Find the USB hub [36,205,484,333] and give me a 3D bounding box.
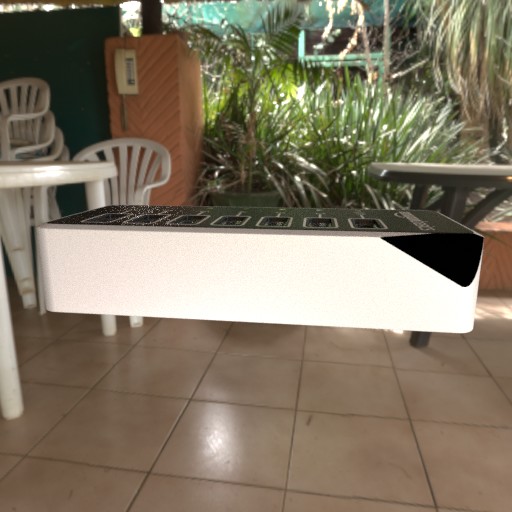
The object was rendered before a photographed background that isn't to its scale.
[{"bbox_3d":[0.000,0.000,0.128,0.110,0.023,0.044,2,14,8],"label":"USB hub"}]
